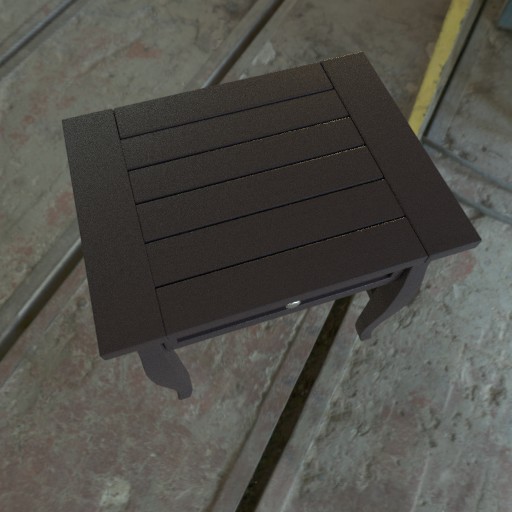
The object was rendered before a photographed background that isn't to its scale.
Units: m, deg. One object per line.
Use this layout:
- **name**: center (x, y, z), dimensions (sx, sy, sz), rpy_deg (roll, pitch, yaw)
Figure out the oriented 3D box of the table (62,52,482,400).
- **table**: center (0.000, 0.000, 1.022), dimensions (0.602, 0.605, 0.460), rpy_deg (-16, 64, -8)
